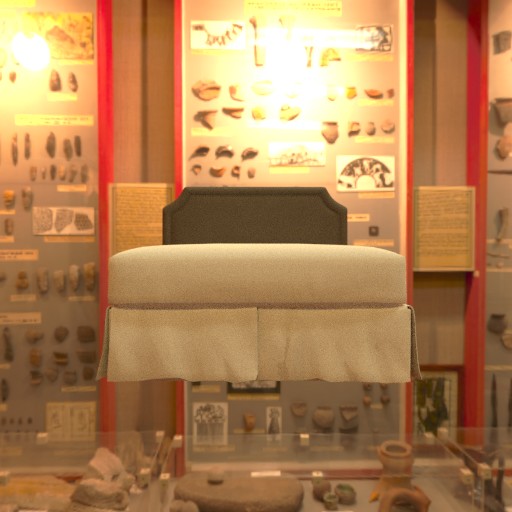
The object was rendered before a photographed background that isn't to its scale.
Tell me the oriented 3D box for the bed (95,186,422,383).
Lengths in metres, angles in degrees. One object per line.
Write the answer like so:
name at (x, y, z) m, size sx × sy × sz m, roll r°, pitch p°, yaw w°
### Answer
bed at (0.000, 0.000, 3.342) m, size 1.831 × 1.297 × 2.181 m, roll 0°, pitch 2°, yaw -1°
